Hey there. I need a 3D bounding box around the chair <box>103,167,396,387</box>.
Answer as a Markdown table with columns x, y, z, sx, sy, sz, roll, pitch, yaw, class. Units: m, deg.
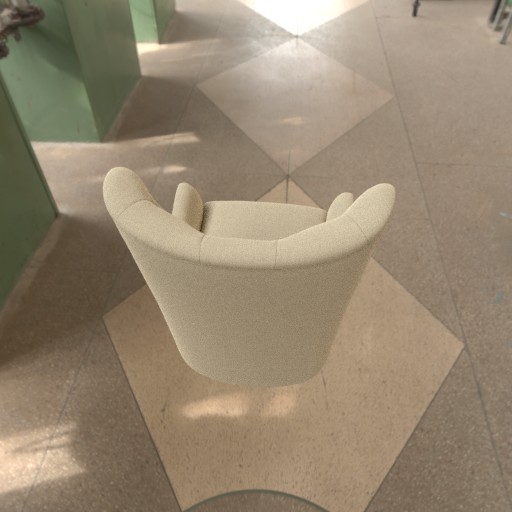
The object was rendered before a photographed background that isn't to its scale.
| x | y | z | sx | sy | sz | roll | pitch | yaw | class |
| --- | --- | --- | --- | --- | --- | --- | --- | --- | --- |
| 0.000 | 0.000 | 1.778 | 0.831 | 1.079 | 0.929 | 4 | 47 | 4 | chair |
